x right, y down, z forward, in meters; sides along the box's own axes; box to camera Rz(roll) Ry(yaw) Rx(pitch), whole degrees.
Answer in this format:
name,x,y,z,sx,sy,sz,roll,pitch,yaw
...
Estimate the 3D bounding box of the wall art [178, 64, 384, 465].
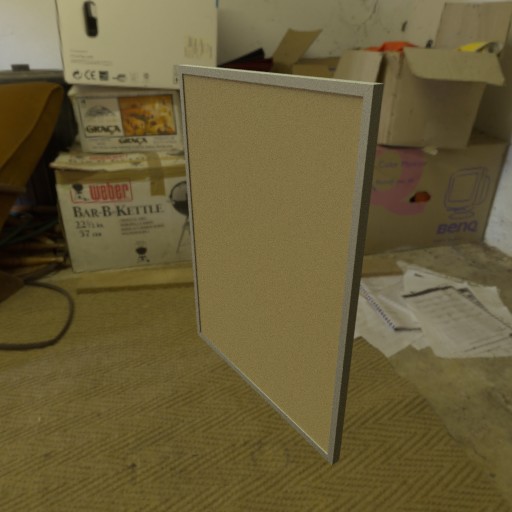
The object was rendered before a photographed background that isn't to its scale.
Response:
name,x,y,z,sx,sy,sz,roll,pitch,yaw
wall art,0.000,0.000,1.356,0.034,1.042,0.789,-18,32,-32
